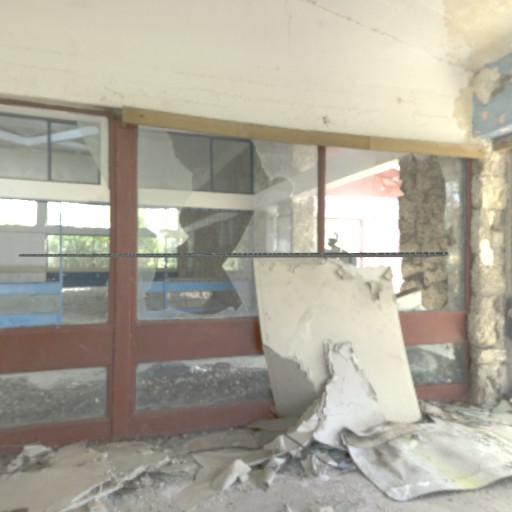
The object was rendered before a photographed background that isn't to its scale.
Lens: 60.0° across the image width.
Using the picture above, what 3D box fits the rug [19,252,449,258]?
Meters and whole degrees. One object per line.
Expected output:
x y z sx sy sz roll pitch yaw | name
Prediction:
0.000 0.000 4.093 3.042 0.021 2.456 0 0 18 | rug
